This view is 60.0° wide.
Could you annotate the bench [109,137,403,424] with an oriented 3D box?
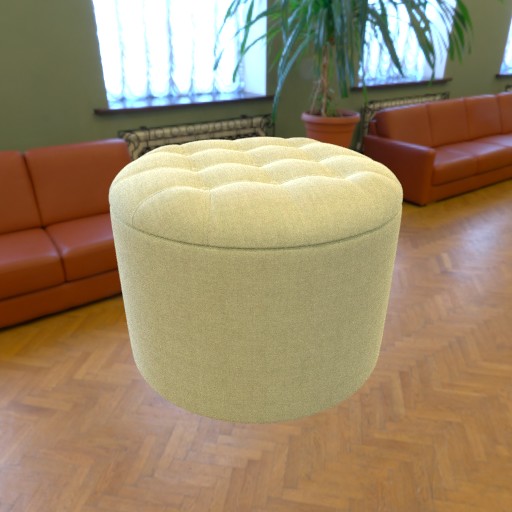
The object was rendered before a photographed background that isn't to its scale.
[{"bbox_3d":[0.000,0.000,1.011,0.600,0.453,0.600,0,27,0],"label":"bench"}]
